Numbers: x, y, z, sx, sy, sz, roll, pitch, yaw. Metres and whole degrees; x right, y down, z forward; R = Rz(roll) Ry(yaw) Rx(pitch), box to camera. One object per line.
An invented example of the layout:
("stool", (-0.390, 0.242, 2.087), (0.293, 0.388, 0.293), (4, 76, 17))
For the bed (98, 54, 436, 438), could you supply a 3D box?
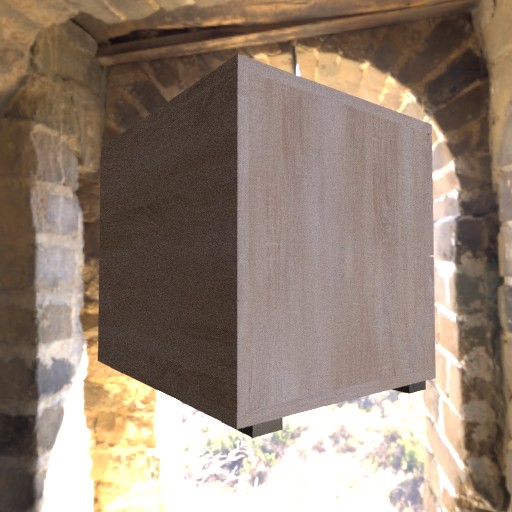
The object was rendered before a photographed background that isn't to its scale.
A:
("bed", (0.000, 0.000, 0.780), (0.401, 0.420, 0.460), (2, -3, -37))
